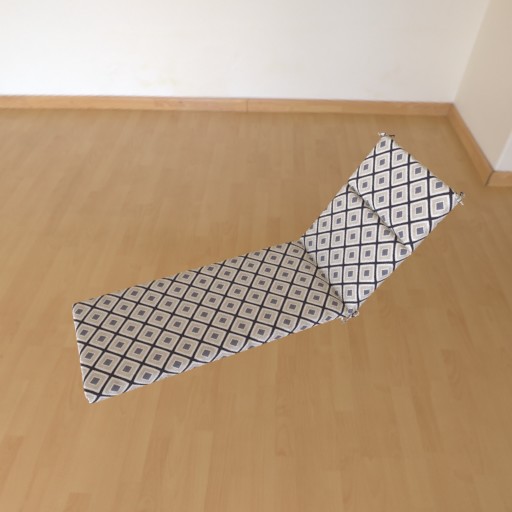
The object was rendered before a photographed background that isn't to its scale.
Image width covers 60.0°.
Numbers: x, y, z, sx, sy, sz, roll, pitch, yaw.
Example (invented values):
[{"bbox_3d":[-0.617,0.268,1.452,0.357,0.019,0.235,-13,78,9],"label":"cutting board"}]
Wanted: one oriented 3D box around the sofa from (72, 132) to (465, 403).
[{"bbox_3d":[0.000,0.000,1.957,1.663,0.622,0.582,-16,47,-15],"label":"sofa"}]
